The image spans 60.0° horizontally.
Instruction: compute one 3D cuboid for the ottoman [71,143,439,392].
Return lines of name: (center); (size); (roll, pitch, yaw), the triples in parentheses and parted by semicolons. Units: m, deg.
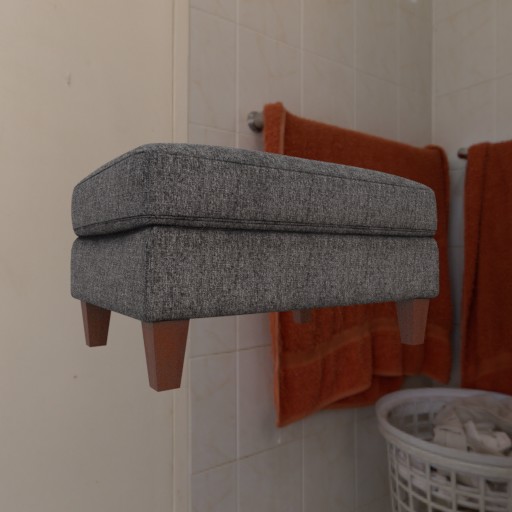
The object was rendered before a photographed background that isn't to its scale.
ottoman: (0.000, 0.000, 1.212); (0.864, 0.483, 0.584); (0, 0, -34)
